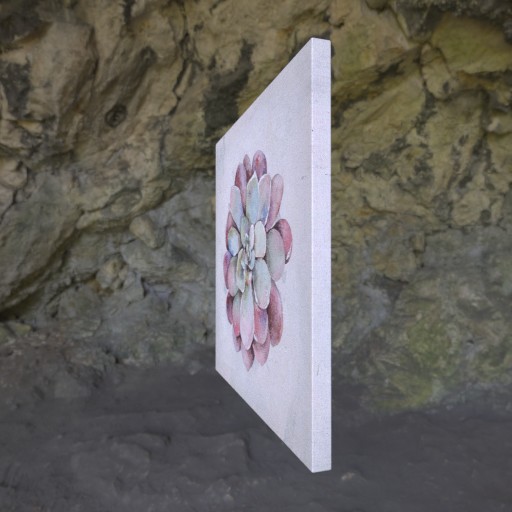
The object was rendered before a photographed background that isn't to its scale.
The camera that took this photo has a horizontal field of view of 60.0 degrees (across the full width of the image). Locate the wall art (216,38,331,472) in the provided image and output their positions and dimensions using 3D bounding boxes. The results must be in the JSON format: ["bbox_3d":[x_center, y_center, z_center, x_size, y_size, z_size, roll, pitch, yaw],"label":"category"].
[{"bbox_3d":[0.000,0.000,1.142,0.041,0.762,0.762,0,0,-18],"label":"wall art"}]
